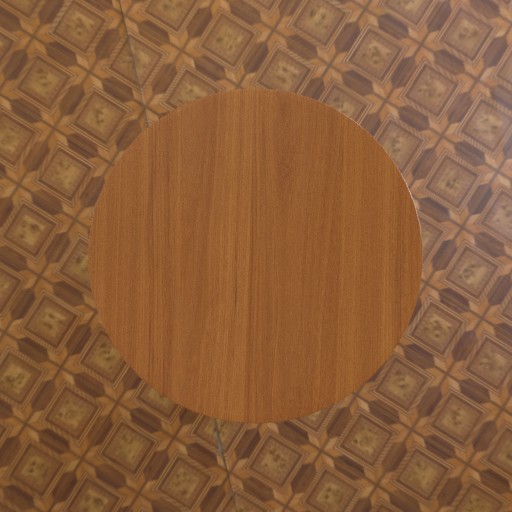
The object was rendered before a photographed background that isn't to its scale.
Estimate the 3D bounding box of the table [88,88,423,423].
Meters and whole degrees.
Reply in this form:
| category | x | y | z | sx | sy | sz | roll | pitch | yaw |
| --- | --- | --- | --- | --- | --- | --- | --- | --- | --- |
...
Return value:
| category | x | y | z | sx | sy | sz | roll | pitch | yaw |
| --- | --- | --- | --- | --- | --- | --- | --- | --- | --- |
| table | 0.000 | 0.000 | 1.596 | 1.029 | 0.490 | 1.029 | 0 | 90 | 0 |
